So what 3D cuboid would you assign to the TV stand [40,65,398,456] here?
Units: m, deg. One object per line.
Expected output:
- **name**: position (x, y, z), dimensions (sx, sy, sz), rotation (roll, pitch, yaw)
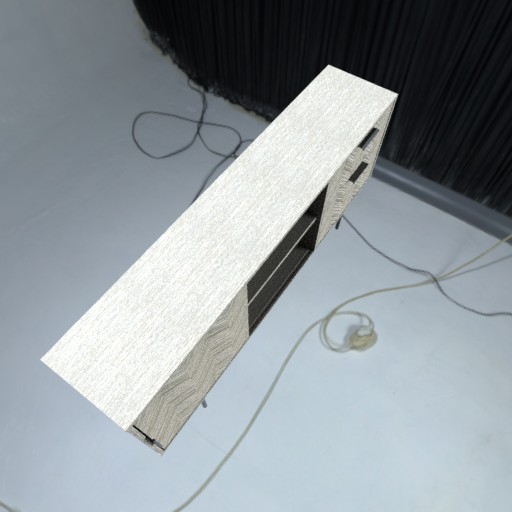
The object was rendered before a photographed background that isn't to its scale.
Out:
- **TV stand**: position (0.000, 0.000, 2.064), dimensions (0.405, 0.787, 1.804), rotation (31, 64, 17)
